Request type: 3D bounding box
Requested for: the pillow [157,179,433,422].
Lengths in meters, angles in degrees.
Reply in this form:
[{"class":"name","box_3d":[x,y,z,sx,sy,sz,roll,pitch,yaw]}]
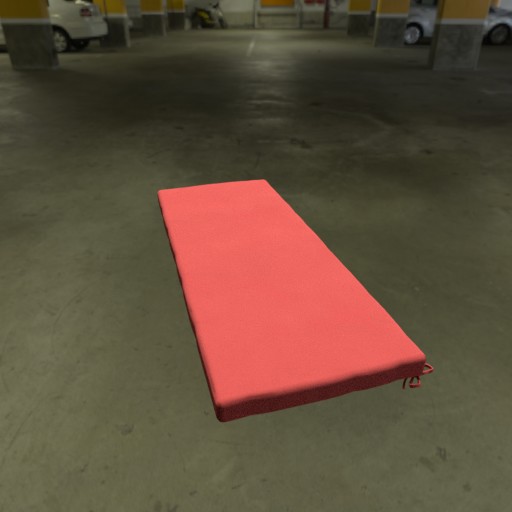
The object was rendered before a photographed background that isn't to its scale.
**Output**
[{"class":"pillow","box_3d":[0.000,0.000,1.365,0.492,0.081,1.187,-8,31,-14]}]
